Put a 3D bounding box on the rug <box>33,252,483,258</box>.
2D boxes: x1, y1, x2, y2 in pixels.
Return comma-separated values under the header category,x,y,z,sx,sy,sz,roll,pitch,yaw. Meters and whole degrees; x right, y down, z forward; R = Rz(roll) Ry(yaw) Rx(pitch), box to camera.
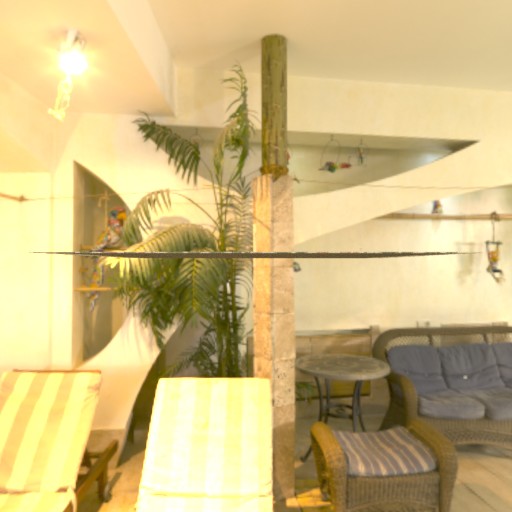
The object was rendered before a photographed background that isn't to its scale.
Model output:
category,x,y,z,sx,sy,sz,roll,pitch,yaw
rug,0.000,0.000,4.135,3.048,0.010,2.438,0,-1,-1
